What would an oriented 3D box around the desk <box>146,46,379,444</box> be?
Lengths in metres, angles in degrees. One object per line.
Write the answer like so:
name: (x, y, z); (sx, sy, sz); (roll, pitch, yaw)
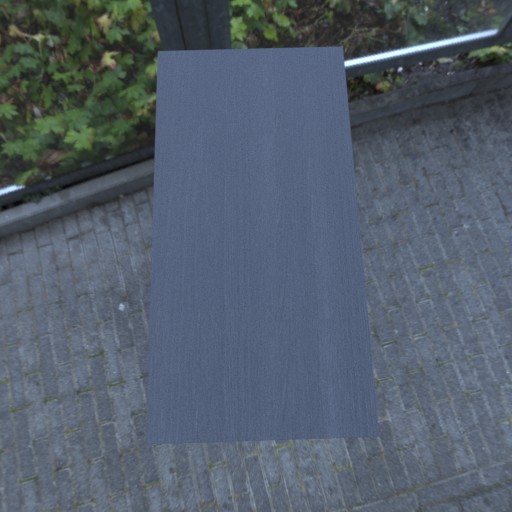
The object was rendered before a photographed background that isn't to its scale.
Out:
desk: (0.000, 0.000, 1.548); (0.557, 0.729, 1.099); (-2, 75, 0)
